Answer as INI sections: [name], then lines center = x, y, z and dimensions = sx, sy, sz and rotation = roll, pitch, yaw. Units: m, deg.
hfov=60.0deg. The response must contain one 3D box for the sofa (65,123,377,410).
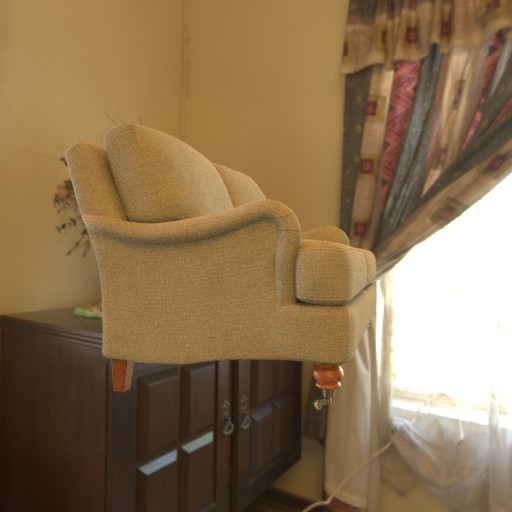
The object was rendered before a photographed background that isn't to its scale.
[sofa]
center = 0.000, 0.000, 2.177
dimensions = 1.087, 0.999, 1.480
rotation = 0, 0, 18
